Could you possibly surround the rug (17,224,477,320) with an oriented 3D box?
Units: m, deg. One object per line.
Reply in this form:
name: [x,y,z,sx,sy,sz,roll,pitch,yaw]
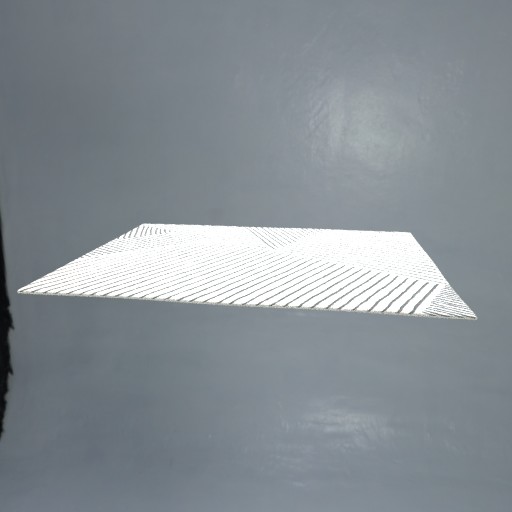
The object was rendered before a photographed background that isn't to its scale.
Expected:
rug: [0.000,0.000,3.176,2.449,0.028,1.829,2,16,8]
